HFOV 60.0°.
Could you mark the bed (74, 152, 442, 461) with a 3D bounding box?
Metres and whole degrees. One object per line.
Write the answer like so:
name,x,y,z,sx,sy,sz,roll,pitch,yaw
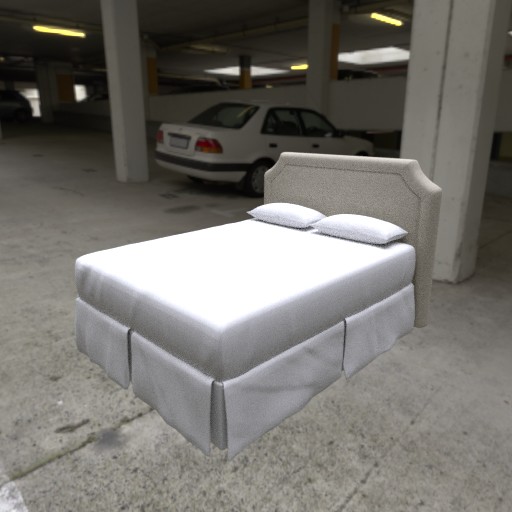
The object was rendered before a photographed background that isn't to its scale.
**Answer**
bed,0.000,0.000,3.131,1.693,1.290,2.116,16,23,42
